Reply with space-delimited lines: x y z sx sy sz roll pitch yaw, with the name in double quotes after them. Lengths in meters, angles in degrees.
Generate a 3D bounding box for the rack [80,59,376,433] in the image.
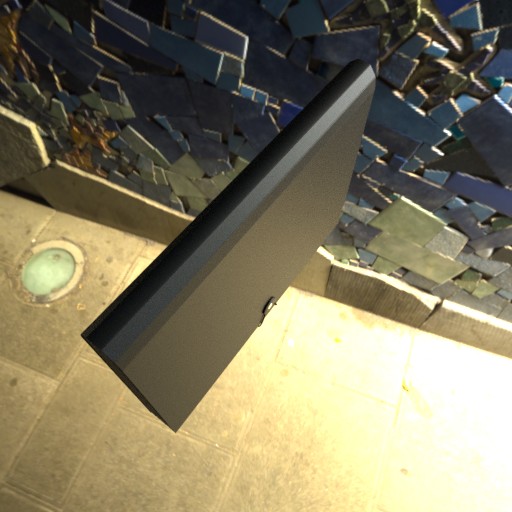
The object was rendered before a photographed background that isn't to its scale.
0.000 0.000 0.434 0.041 0.241 0.330 32 64 18 "rack"
